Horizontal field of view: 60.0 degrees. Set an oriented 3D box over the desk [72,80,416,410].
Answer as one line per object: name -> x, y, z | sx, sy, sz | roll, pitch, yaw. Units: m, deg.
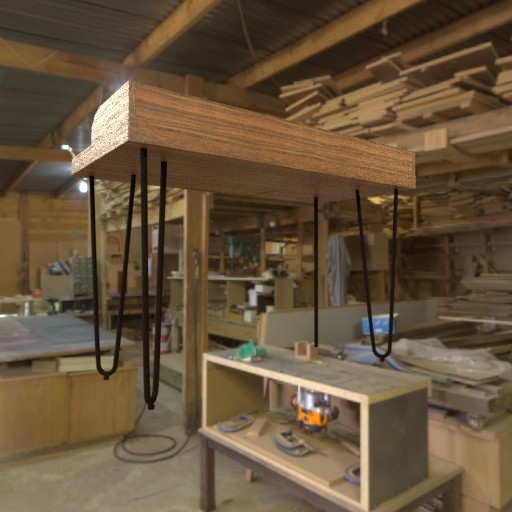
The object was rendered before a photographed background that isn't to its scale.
desk -> 0.000, 0.000, 1.672 | 1.200, 0.854, 0.565 | 1, -1, -36
